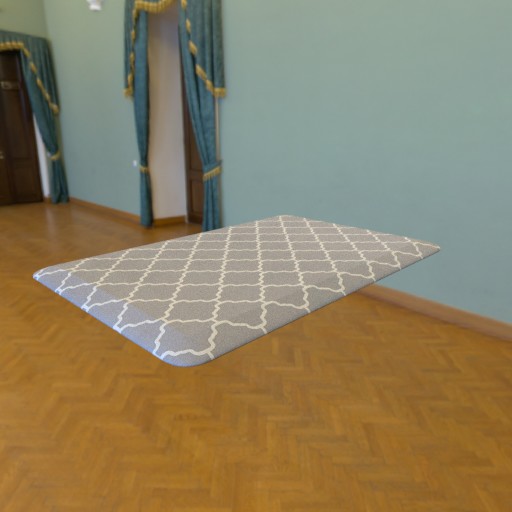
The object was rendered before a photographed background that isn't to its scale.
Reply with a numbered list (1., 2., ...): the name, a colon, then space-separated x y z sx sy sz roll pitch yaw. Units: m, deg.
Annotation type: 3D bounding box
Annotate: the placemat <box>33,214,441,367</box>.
1. placemat: 0.000 0.000 0.953 0.508 0.021 0.762 16 23 42
